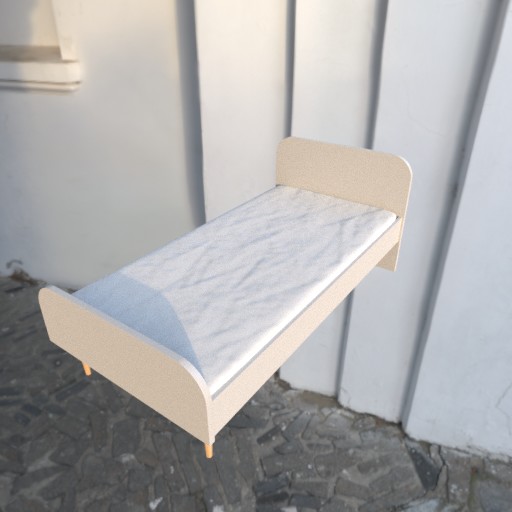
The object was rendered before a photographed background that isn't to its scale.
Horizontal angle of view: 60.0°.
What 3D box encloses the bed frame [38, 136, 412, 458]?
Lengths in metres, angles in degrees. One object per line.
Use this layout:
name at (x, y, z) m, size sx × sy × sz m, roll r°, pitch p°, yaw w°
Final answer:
bed frame at (0.000, 0.000, 2.460) m, size 0.998 × 0.805 × 1.963 m, roll 19°, pitch 35°, yaw 30°
